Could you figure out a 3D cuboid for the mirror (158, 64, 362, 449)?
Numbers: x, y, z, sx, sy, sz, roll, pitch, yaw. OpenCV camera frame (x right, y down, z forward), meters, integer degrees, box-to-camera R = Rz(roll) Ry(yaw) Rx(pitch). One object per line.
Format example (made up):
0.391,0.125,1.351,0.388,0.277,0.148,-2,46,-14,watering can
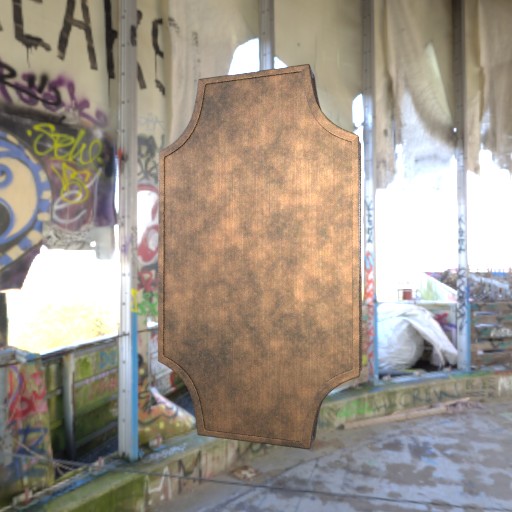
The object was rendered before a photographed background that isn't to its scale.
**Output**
0.000,0.000,1.001,0.462,0.811,0.066,0,-1,18,mirror
